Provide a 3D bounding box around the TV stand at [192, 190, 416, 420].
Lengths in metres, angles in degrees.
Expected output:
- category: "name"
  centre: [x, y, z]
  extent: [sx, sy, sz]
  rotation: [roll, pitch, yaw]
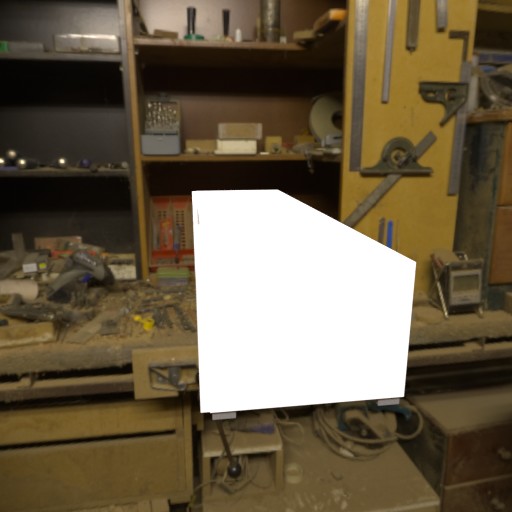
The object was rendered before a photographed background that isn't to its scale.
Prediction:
- category: "TV stand"
  centre: [0.000, 0.000, 1.532]
  extent: [0.420, 0.310, 1.400]
  rotation: [-2, 14, -8]
